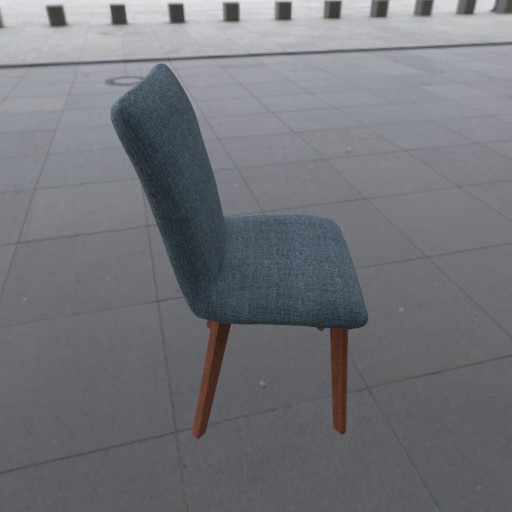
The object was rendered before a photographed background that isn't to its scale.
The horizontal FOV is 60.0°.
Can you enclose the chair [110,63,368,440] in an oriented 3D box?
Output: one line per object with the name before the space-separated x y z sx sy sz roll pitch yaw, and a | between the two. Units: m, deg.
chair | 0.000 0.000 1.270 0.563 0.974 0.522 0 34 0
